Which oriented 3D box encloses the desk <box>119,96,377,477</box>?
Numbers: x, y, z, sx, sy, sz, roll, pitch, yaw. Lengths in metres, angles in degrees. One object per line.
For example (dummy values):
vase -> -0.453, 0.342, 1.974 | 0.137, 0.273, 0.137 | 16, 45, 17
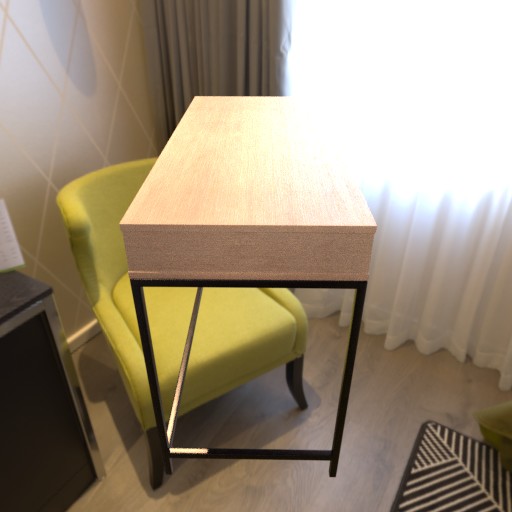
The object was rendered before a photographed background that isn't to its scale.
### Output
desk -> 0.000, 0.000, 1.417 | 0.470, 0.762, 1.016 | 1, 32, 1
